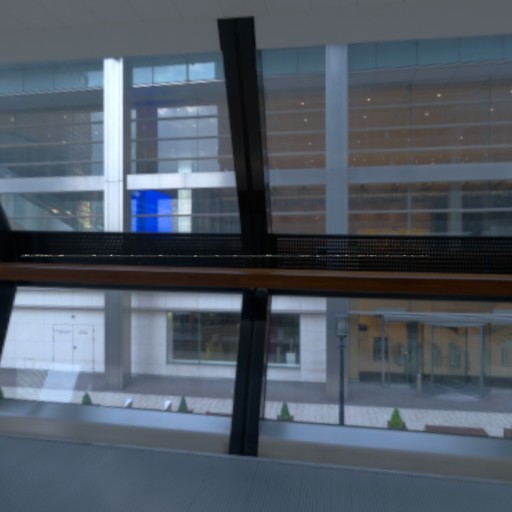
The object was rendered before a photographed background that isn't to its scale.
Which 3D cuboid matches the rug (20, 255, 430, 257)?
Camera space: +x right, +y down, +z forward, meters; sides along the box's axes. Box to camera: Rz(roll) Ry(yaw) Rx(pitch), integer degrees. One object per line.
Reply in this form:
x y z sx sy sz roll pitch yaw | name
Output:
0.000 0.000 2.694 2.476 0.010 0.807 0 0 -36 | rug
